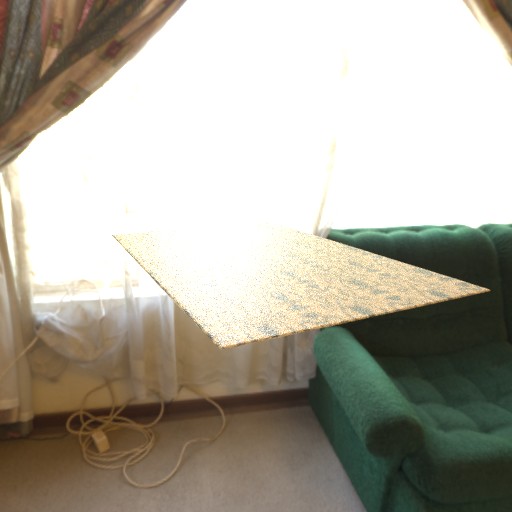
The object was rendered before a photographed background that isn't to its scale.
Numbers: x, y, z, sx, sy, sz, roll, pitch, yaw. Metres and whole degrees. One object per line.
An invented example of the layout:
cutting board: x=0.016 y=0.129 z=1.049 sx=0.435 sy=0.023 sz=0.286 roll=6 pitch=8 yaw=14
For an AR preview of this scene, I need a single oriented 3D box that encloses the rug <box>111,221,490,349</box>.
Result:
rug: x=0.000 y=0.000 z=2.058 sx=1.035 sy=0.006 sz=1.652 roll=-7 pitch=16 yaw=-26
